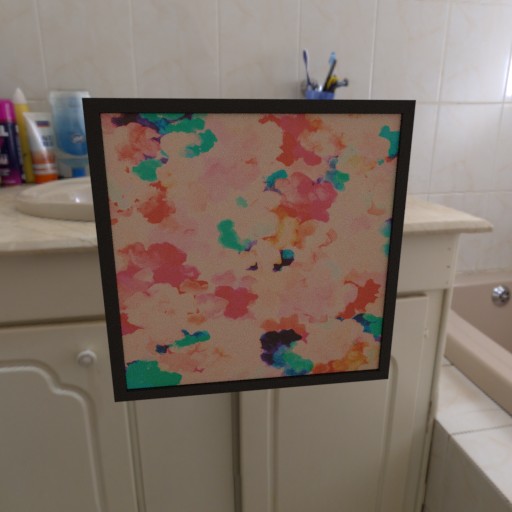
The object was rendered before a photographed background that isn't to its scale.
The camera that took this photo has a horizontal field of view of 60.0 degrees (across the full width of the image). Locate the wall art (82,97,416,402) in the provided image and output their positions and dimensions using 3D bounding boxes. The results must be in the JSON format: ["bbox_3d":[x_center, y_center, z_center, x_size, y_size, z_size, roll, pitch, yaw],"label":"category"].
[{"bbox_3d":[0.000,0.000,0.755,0.506,0.503,0.036,-2,17,-8],"label":"wall art"}]
